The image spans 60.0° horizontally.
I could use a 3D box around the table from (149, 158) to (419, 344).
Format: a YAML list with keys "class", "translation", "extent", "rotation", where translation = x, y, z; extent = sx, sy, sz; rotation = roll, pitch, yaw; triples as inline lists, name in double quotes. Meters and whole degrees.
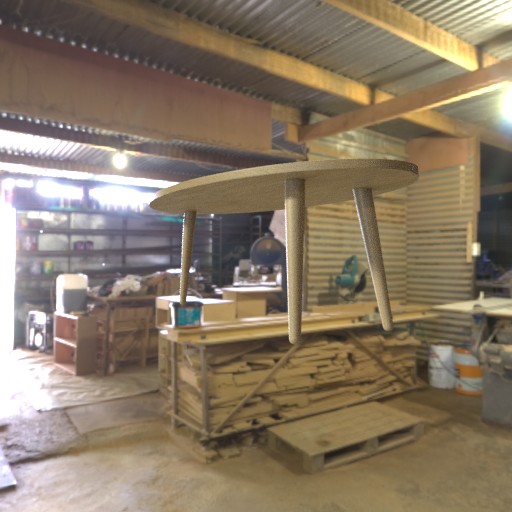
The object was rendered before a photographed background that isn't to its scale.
- class: "table"
  translation: [0.000, 0.000, 1.364]
  extent: [0.542, 0.390, 1.083]
  rotation: [0, 0, -35]
